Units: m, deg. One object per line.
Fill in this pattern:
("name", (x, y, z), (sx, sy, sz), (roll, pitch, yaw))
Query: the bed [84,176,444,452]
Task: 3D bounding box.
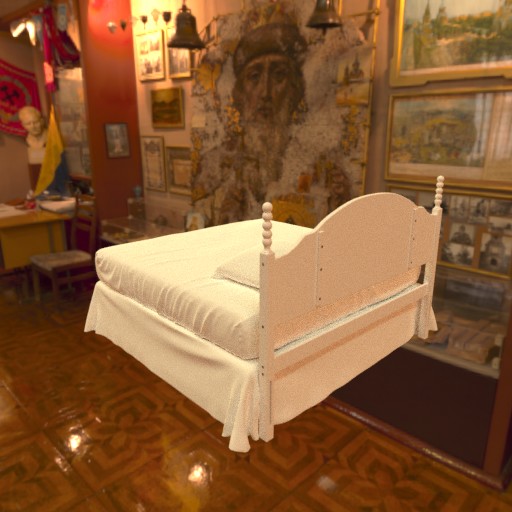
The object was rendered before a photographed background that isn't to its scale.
("bed", (0.000, 0.000, 3.705), (2.322, 1.355, 2.219), (-15, 21, -41))
